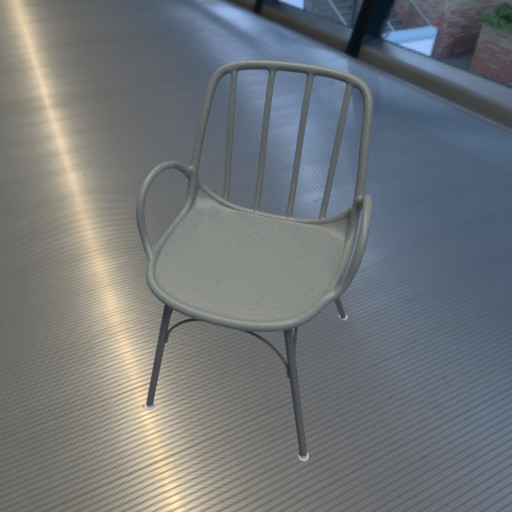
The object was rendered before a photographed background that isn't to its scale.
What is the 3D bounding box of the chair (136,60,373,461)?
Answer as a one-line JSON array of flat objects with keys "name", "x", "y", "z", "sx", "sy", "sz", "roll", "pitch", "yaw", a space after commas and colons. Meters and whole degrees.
[{"name": "chair", "x": 0.000, "y": 0.000, "z": 1.174, "sx": 0.549, "sy": 0.816, "sz": 0.597, "roll": 12, "pitch": 42, "yaw": 14}]
